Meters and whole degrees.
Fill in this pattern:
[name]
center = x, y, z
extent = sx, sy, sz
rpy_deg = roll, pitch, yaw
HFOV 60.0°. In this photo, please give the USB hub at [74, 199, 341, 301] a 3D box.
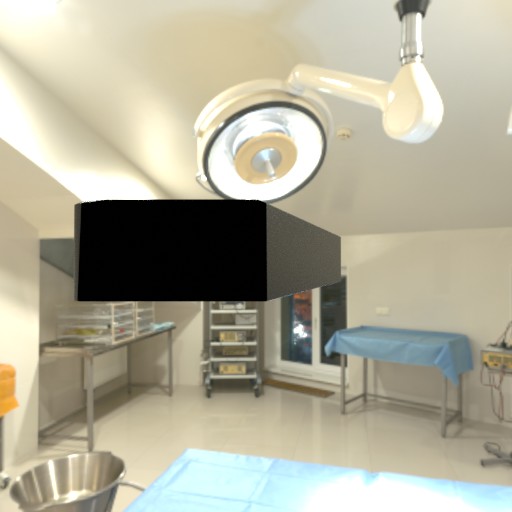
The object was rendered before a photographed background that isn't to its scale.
[USB hub]
center = 0.000, 0.000, 0.163
extent = 0.044, 0.023, 0.145
rpy_deg = 0, -1, 18
